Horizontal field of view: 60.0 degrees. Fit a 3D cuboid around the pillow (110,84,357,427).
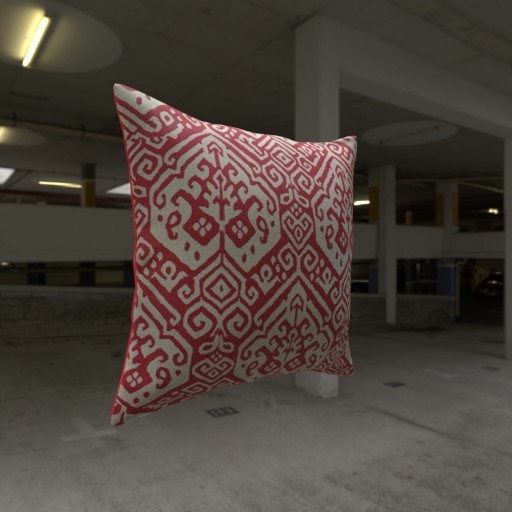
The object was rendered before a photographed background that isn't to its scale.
[{"bbox_3d":[0.000,0.000,0.797,0.522,0.507,0.192,0,0,-36],"label":"pillow"}]
